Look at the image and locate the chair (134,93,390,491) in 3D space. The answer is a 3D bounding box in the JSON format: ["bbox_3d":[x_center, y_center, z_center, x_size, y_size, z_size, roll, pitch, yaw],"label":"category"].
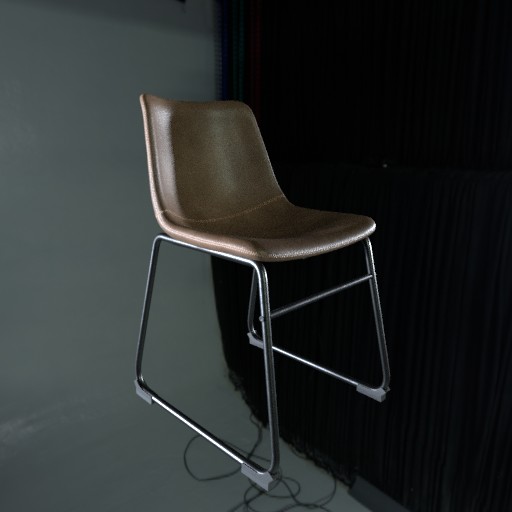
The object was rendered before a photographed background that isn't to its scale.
[{"bbox_3d":[0.000,0.000,1.112,0.551,0.780,0.460,14,20,43],"label":"chair"}]
